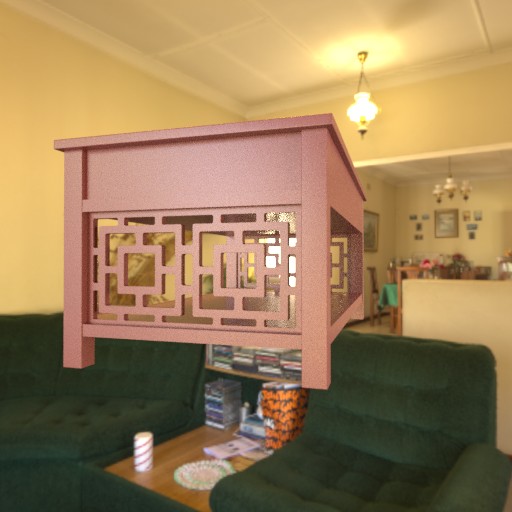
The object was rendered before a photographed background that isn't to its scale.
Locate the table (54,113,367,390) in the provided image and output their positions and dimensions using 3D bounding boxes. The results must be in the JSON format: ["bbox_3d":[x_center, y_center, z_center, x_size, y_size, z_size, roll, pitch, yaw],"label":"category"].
[{"bbox_3d":[0.000,0.000,1.380,0.612,0.493,1.068,0,-1,17],"label":"table"}]
